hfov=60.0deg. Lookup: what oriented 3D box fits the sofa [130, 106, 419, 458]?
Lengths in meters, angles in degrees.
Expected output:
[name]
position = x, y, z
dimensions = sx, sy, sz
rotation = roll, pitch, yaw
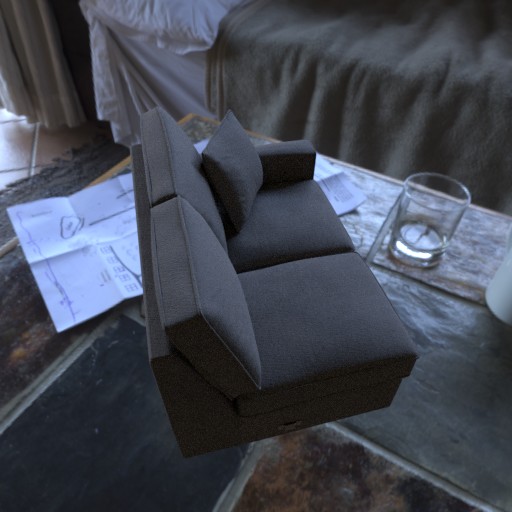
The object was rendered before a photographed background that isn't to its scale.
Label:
[sofa]
position = 0.000, 0.000, 2.071
dimensions = 0.991, 0.989, 1.388
rotation = -10, 46, -10
